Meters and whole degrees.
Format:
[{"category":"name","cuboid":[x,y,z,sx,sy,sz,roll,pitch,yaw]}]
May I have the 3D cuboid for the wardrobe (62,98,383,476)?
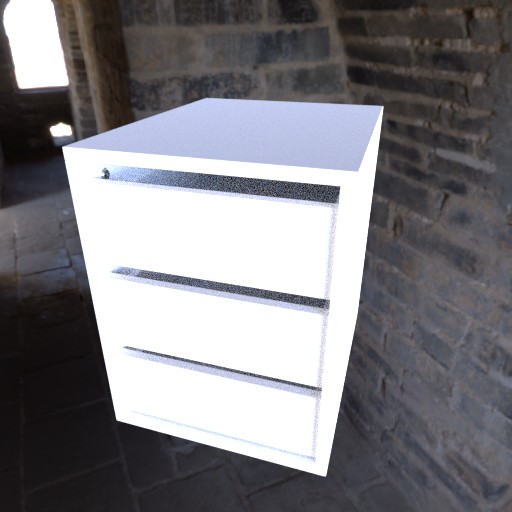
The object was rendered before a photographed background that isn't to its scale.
[{"category":"wardrobe","cuboid":[0.000,0.000,0.884,0.400,0.520,0.500,8,28,15]}]
